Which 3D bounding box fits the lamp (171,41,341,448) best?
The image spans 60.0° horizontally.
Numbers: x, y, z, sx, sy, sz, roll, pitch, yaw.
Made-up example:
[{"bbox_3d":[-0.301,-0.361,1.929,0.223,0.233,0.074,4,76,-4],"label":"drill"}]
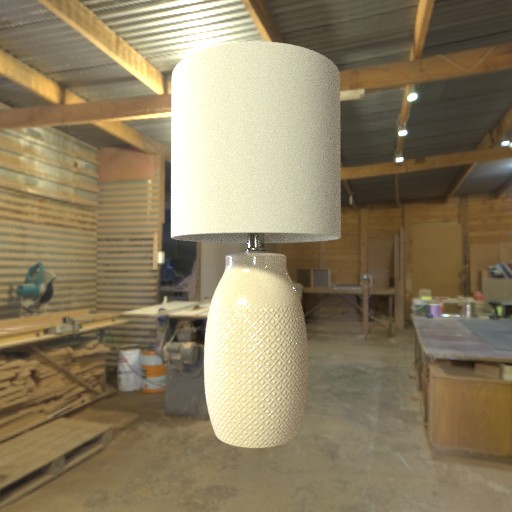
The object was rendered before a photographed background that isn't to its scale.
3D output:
[{"bbox_3d":[0.000,0.000,0.575,0.217,0.453,0.217,0,-1,16],"label":"lamp"}]
